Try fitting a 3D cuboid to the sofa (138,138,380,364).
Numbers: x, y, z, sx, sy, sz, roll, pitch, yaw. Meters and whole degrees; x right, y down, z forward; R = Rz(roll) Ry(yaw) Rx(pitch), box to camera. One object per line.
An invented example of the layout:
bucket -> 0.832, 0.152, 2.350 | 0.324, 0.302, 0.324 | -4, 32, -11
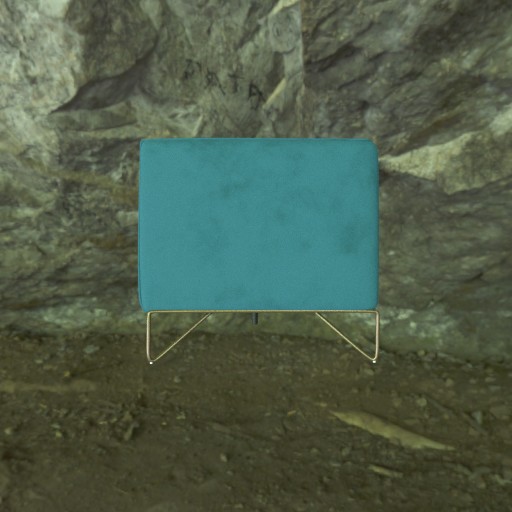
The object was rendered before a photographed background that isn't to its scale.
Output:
sofa -> 0.000, 0.000, 2.559 | 0.867, 0.789, 2.087 | 0, -1, -1
